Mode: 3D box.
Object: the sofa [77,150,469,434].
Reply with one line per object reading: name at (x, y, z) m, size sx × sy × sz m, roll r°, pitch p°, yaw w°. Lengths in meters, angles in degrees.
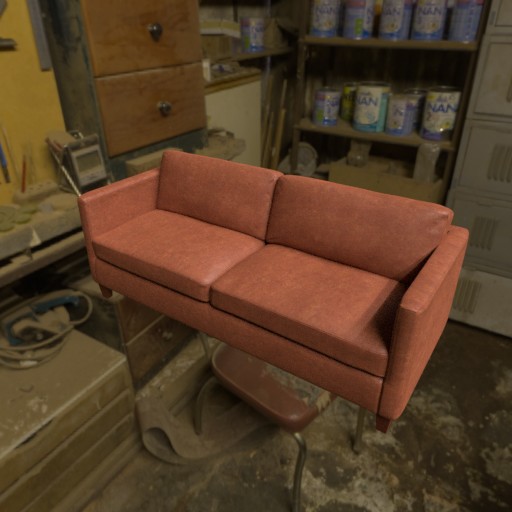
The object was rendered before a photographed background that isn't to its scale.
sofa at (0.000, 0.000, 2.751) m, size 2.204 × 0.932 × 0.950 m, roll 18°, pitch 34°, yaw 30°
